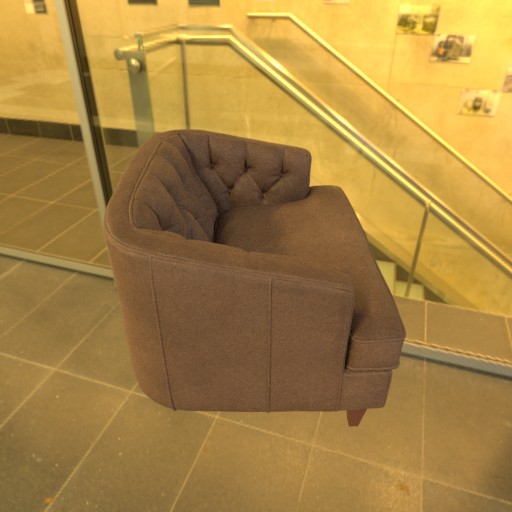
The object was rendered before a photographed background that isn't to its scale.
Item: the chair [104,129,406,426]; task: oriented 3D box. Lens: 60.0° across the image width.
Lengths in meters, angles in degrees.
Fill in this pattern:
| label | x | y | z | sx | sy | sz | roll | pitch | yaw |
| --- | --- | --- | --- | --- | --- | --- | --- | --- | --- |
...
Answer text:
| label | x | y | z | sx | sy | sz | roll | pitch | yaw |
| --- | --- | --- | --- | --- | --- | --- | --- | --- | --- |
| chair | 0.000 | 0.000 | 1.748 | 0.914 | 0.787 | 1.118 | 0 | 33 | -1 |
